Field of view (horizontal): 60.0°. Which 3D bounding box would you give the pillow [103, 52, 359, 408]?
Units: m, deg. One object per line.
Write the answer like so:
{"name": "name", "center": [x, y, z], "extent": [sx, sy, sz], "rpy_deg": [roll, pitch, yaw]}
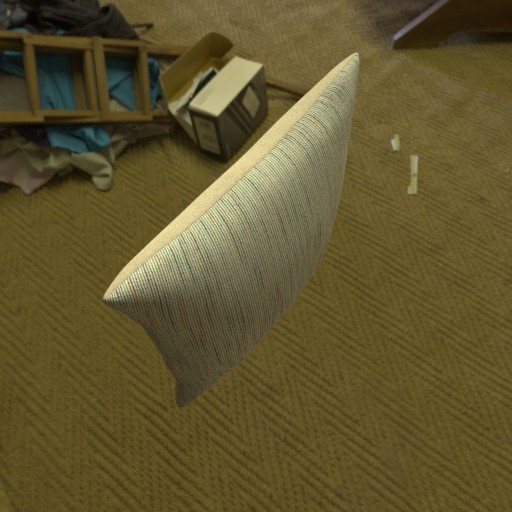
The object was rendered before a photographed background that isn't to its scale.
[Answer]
{"name": "pillow", "center": [0.000, 0.000, 0.768], "extent": [0.178, 0.506, 0.512], "rpy_deg": [34, 65, 18]}
